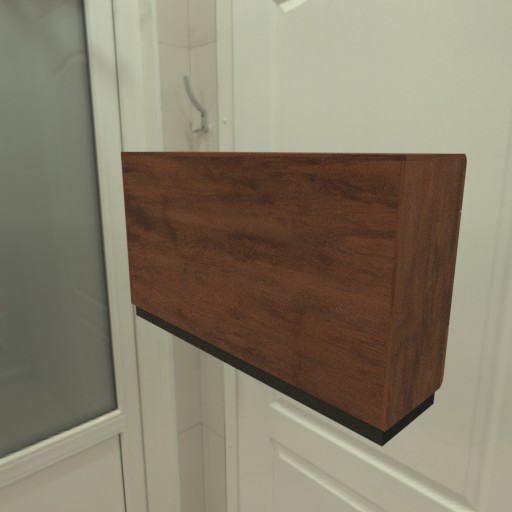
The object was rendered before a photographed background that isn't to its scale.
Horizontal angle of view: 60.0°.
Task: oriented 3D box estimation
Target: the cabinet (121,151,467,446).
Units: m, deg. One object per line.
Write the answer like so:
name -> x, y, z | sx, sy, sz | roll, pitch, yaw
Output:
cabinet -> 0.000, 0.000, 1.978 | 0.420, 0.900, 1.600 | -13, 18, -42
